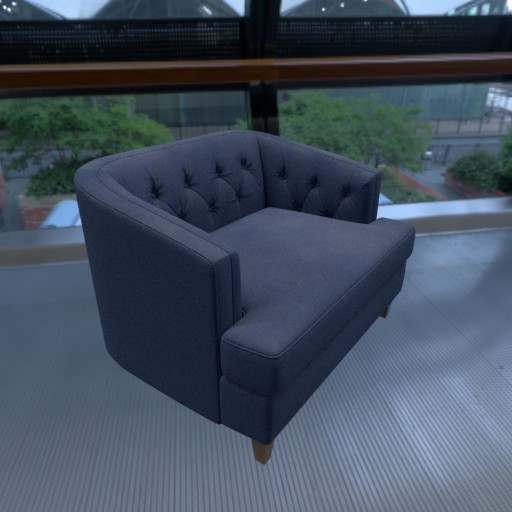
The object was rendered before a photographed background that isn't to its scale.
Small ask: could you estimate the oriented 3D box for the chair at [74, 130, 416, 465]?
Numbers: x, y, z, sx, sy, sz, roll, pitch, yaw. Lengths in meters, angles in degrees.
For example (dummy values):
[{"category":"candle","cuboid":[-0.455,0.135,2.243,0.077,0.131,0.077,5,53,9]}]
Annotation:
[{"category":"chair","cuboid":[0.000,0.000,1.746,0.914,0.787,1.118,17,30,32]}]
